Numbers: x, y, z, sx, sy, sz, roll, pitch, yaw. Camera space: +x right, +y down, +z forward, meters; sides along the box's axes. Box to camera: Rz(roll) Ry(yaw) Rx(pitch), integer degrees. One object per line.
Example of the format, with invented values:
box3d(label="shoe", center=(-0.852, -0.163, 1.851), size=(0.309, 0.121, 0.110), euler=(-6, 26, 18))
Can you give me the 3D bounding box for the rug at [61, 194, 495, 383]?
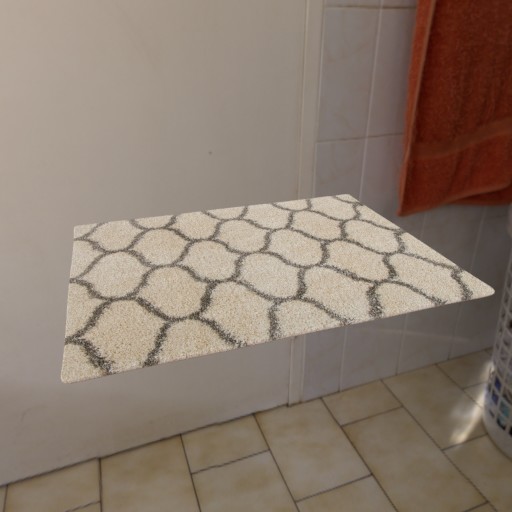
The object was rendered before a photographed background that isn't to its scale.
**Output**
box3d(label="rug", center=(0.000, 0.000, 2.026), size=(1.600, 0.025, 1.200), euler=(-9, 29, -16))
